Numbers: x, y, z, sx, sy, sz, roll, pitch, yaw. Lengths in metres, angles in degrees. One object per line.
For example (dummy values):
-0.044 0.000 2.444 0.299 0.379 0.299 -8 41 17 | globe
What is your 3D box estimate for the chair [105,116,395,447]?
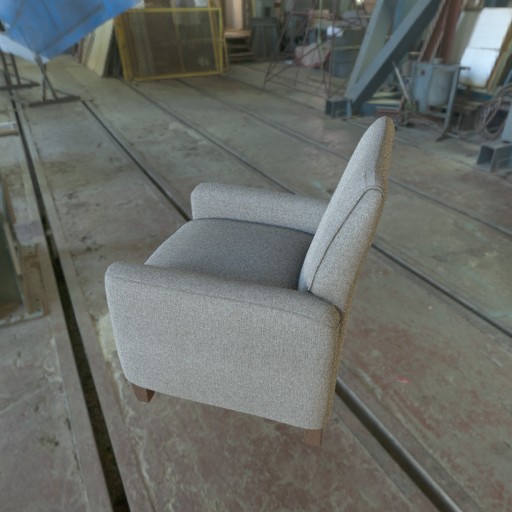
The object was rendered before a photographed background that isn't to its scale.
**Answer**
0.000 0.000 1.679 0.864 1.014 0.848 9 32 14 | chair
